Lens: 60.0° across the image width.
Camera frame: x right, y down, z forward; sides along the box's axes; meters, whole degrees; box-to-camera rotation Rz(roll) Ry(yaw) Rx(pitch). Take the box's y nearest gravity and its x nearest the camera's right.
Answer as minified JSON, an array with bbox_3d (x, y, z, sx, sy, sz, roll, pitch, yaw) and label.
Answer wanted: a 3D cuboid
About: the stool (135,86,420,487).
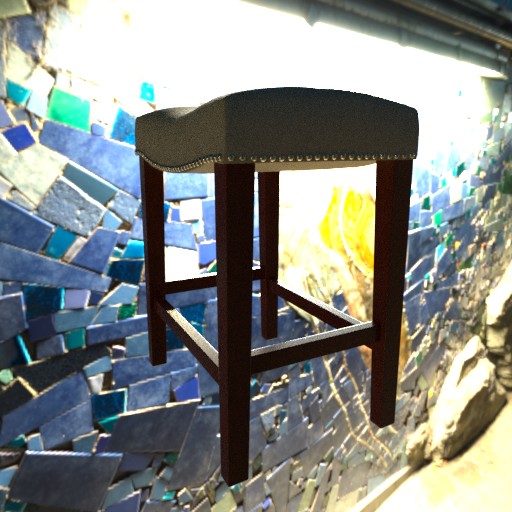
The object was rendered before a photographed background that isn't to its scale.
[{"bbox_3d":[0.000,0.000,0.944,0.375,0.632,0.509,-7,16,-27],"label":"stool"}]
